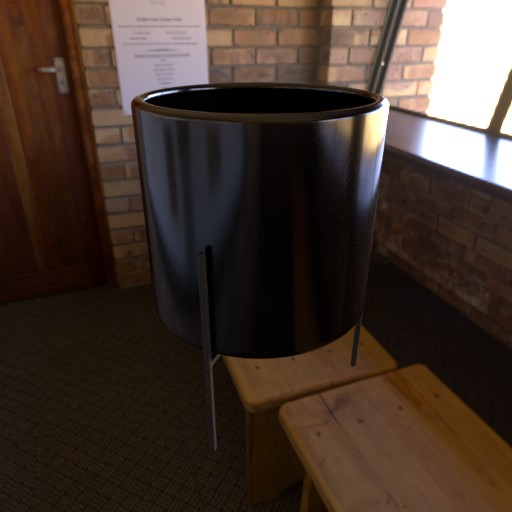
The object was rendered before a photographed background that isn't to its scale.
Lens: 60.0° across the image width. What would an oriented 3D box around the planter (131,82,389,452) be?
[{"bbox_3d":[0.000,0.000,0.627,0.310,0.432,0.310,19,33,33],"label":"planter"}]
